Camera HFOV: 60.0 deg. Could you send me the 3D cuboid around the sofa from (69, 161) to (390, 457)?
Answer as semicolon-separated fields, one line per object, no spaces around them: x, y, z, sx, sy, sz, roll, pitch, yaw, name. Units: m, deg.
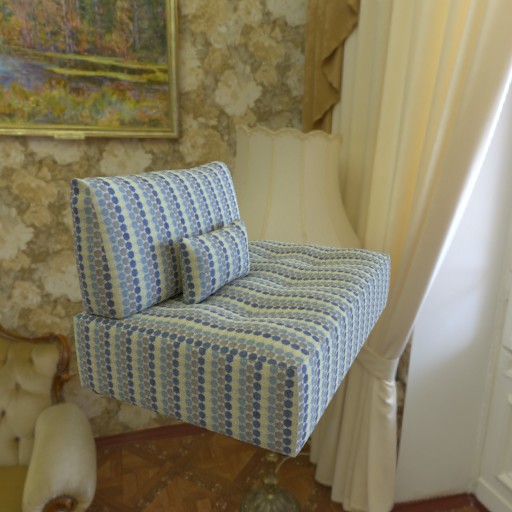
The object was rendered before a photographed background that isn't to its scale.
0.000;0.000;2.035;1.000;0.820;1.450;7;16;25;sofa
